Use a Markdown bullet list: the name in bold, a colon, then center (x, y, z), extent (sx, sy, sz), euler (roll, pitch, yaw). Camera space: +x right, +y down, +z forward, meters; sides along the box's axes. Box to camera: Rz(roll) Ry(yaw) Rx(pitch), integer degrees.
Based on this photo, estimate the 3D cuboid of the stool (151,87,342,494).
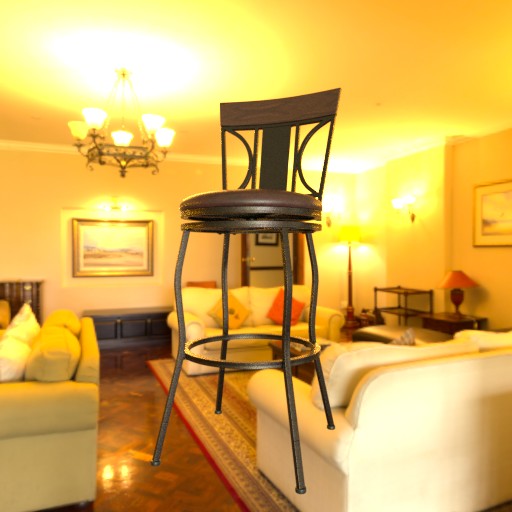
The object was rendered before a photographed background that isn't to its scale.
- **stool**: center (0.000, 0.000, 1.361), extent (0.448, 1.130, 0.513), euler (0, 1, 20)
